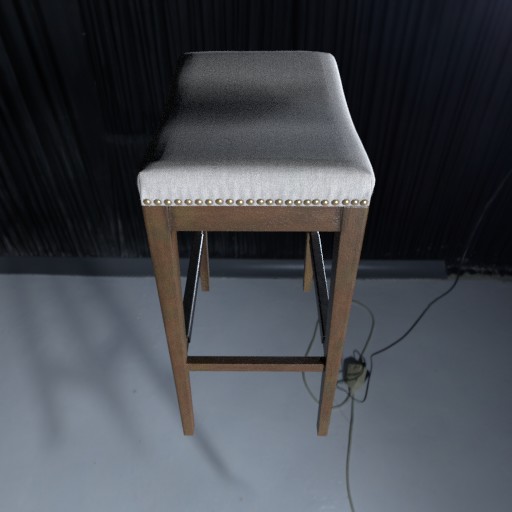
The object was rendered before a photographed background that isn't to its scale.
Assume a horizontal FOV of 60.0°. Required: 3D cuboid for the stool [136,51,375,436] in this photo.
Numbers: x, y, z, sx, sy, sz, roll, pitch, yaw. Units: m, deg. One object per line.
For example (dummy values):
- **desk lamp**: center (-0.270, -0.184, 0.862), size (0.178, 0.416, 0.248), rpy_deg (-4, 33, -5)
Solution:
- **stool**: center (0.000, 0.000, 1.026), size (0.356, 0.762, 0.508), rpy_deg (0, 43, 0)
